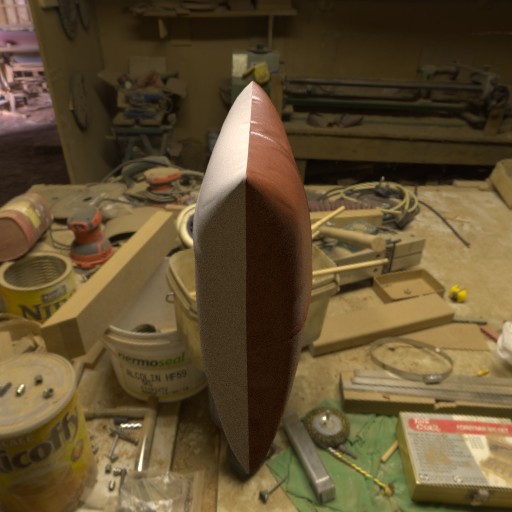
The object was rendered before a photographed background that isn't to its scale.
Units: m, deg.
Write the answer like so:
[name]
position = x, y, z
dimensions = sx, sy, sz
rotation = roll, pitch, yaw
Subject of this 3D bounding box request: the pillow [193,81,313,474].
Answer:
[pillow]
position = 0.000, 0.000, 0.753
dimensions = 0.192, 0.477, 0.501
rotation = 0, 32, 0
